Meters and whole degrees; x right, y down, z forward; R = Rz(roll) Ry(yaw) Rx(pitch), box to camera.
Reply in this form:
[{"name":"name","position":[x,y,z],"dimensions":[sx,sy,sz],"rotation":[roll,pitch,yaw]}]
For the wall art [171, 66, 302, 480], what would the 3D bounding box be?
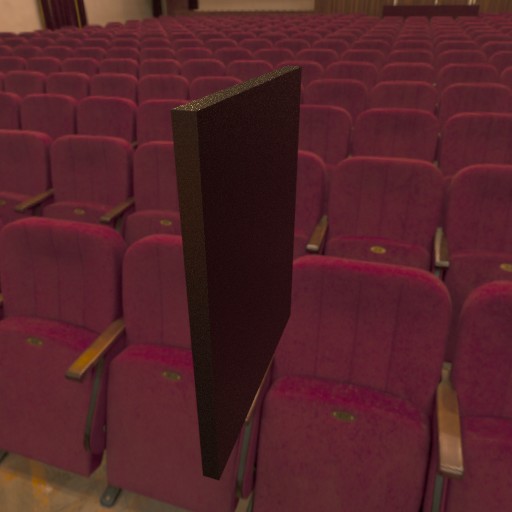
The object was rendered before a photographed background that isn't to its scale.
[{"name":"wall art","position":[0.000,0.000,0.754],"dimensions":[0.028,0.557,0.457],"rotation":[9,30,16]}]
